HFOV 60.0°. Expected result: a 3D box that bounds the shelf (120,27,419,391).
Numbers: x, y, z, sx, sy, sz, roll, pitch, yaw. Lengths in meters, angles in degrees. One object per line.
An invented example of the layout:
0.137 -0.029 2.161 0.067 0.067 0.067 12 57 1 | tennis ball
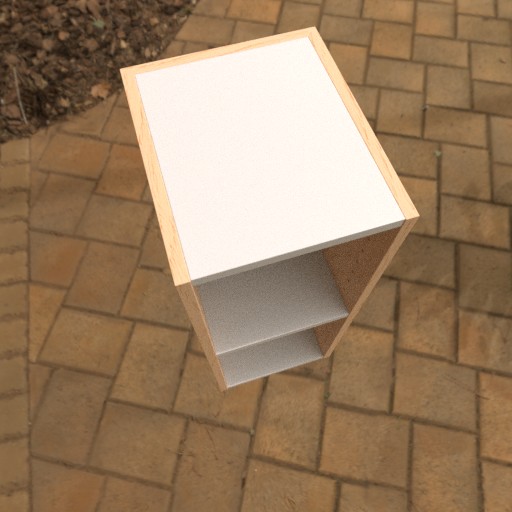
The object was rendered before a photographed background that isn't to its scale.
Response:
0.000 0.000 0.751 0.250 0.600 0.290 -16 65 -8 | shelf
